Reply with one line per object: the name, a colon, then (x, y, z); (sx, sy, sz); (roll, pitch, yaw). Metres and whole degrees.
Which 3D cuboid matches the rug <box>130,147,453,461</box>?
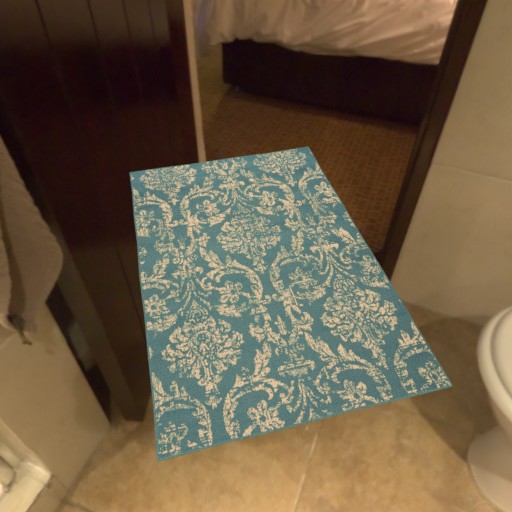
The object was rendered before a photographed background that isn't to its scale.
rug: (0.000, 0.000, 2.335); (1.211, 0.012, 1.833); (-10, 47, -10)
